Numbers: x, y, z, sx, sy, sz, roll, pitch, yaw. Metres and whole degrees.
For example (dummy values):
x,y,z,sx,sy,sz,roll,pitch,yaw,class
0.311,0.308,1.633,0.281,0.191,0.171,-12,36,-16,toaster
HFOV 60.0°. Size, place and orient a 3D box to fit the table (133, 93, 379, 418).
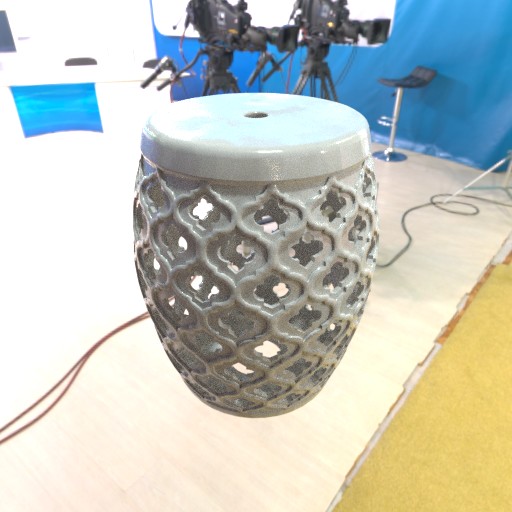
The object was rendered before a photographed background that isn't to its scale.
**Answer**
x,y,z,sx,sy,sz,roll,pitch,yaw,class
0.000,0.000,0.620,0.325,0.388,0.325,0,32,0,table
